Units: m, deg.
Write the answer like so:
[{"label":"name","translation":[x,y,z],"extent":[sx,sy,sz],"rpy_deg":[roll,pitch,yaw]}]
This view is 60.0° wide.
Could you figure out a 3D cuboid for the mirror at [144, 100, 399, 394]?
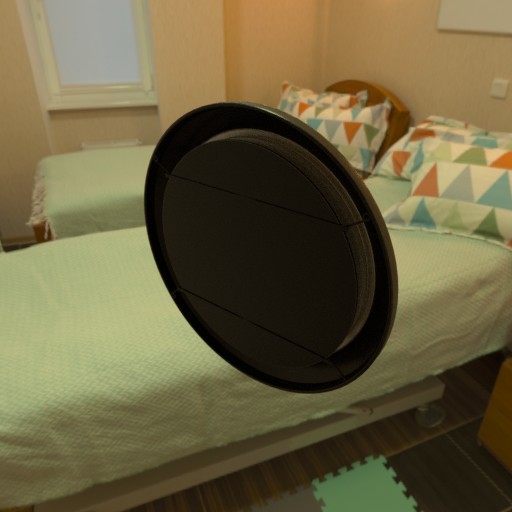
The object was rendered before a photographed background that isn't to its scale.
[{"label":"mirror","translation":[0.000,0.000,1.350],"extent":[0.907,0.907,0.111],"rpy_deg":[21,36,32]}]
